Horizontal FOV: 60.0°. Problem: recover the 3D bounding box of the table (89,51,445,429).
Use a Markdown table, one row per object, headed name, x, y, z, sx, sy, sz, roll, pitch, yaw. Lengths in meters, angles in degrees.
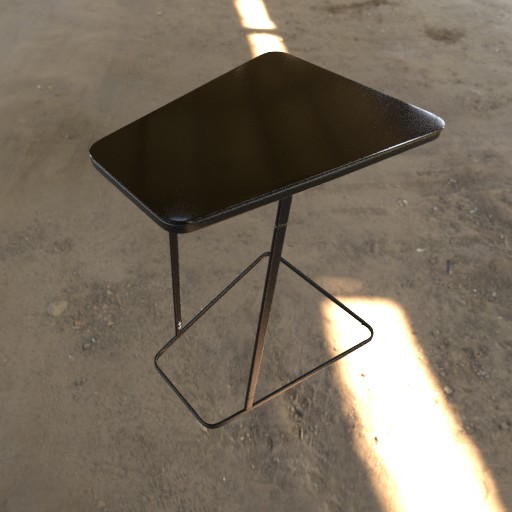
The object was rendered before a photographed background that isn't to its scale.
| name | x | y | z | sx | sy | sz | roll | pitch | yaw |
| --- | --- | --- | --- | --- | --- | --- | --- | --- | --- |
| table | 0.000 | 0.000 | 0.956 | 0.500 | 0.624 | 0.427 | -32 | 54 | -28 |
